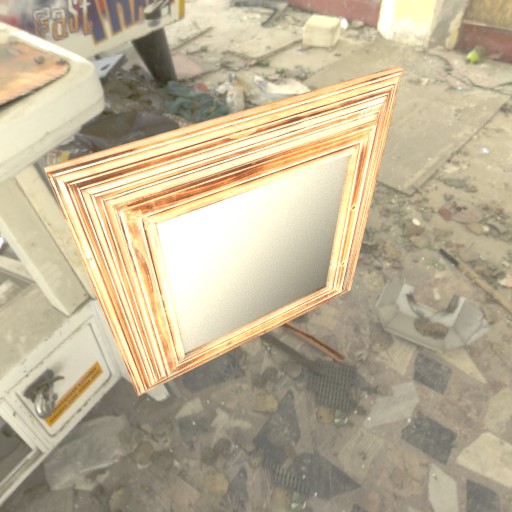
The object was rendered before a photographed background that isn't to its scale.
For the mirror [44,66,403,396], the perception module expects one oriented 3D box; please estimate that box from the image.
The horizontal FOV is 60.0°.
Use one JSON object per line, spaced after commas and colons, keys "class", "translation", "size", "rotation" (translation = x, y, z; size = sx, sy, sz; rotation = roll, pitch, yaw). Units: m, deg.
{"class": "mirror", "translation": [0.000, 0.000, 1.168], "size": [0.804, 0.804, 0.061], "rotation": [-23, 50, -21]}
